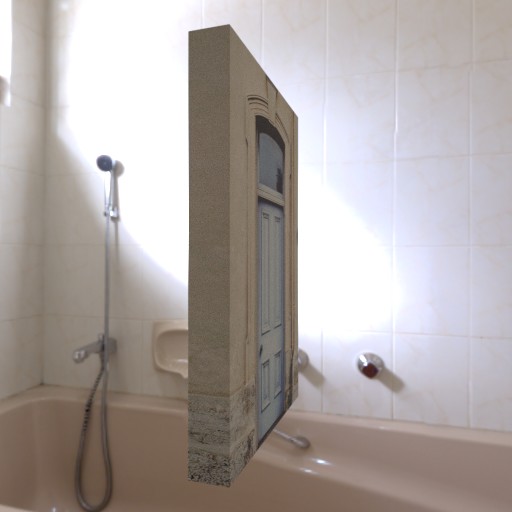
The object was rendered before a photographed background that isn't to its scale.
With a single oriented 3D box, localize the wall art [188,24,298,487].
[{"bbox_3d":[0.000,0.000,0.490,0.038,0.381,0.254,0,0,18],"label":"wall art"}]
